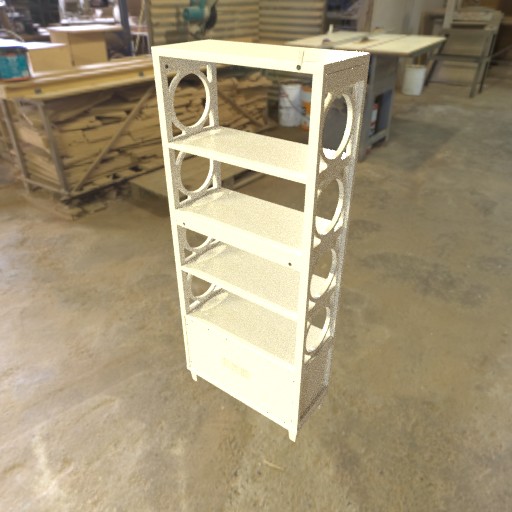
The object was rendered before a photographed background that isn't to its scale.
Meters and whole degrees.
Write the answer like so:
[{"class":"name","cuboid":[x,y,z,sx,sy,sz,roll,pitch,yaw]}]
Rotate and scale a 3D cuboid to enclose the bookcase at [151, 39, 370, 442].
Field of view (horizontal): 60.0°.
[{"class":"bookcase","cuboid":[0.000,0.000,2.104,0.761,1.869,0.361,21,37,31]}]
